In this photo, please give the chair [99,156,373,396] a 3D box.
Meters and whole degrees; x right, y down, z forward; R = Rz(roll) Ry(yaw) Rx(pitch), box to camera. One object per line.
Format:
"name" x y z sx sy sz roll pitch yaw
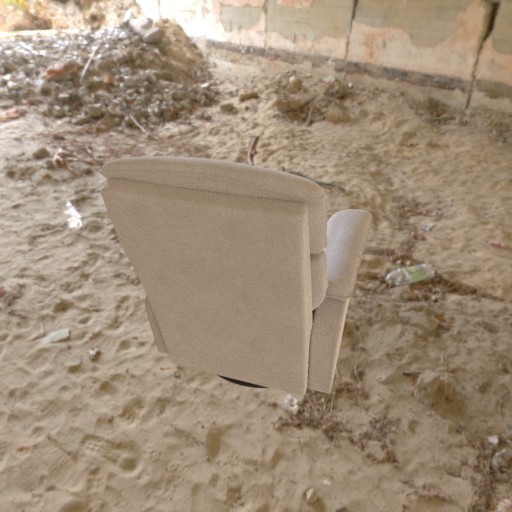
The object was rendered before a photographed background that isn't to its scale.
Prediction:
"chair" 0.000 0.000 1.748 0.820 1.039 1.001 10 32 15
